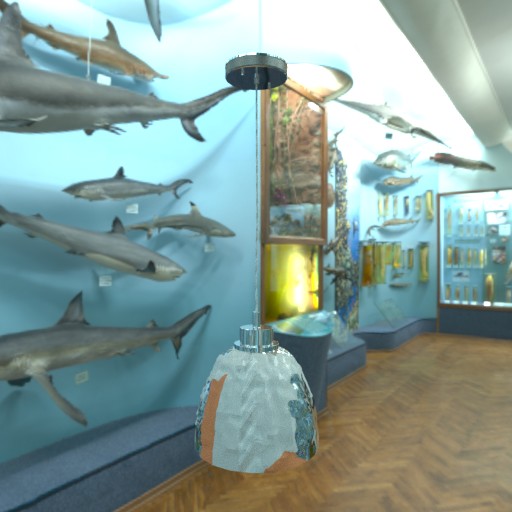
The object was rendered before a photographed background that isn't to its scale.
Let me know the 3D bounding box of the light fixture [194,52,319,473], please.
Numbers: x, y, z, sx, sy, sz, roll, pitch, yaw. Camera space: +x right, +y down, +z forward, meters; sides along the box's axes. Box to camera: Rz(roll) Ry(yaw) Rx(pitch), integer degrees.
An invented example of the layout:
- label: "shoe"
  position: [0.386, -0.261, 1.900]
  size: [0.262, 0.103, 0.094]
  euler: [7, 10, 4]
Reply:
- label: "light fixture"
  position: [0.000, 0.000, 1.779]
  size: [0.500, 1.511, 0.496]
  euler: [0, 1, 36]
